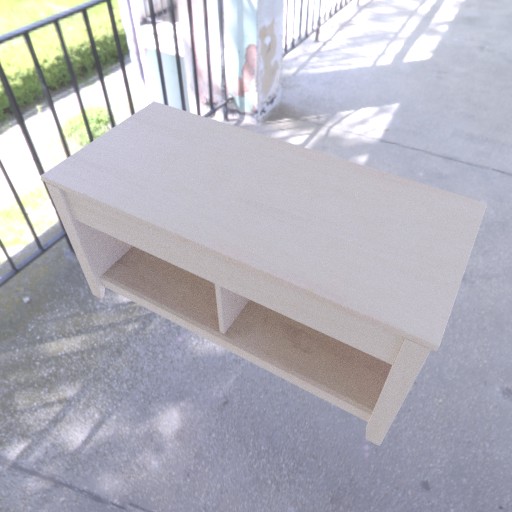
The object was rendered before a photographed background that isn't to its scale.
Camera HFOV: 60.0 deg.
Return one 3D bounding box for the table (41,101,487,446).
[{"bbox_3d":[0.000,0.000,1.275,1.016,0.483,0.457,23,51,20],"label":"table"}]
